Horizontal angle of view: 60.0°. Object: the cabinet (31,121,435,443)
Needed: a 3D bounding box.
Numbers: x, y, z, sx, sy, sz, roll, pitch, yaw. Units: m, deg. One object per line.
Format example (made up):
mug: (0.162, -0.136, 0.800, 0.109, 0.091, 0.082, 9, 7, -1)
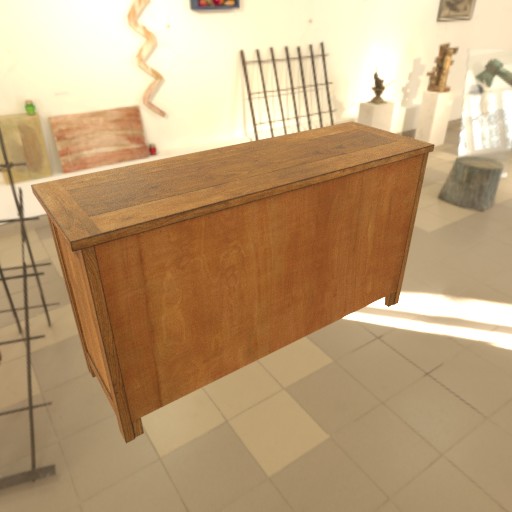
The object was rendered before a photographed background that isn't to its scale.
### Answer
cabinet: (0.000, 0.000, 1.856, 1.474, 0.813, 0.480, -19, 36, -29)
